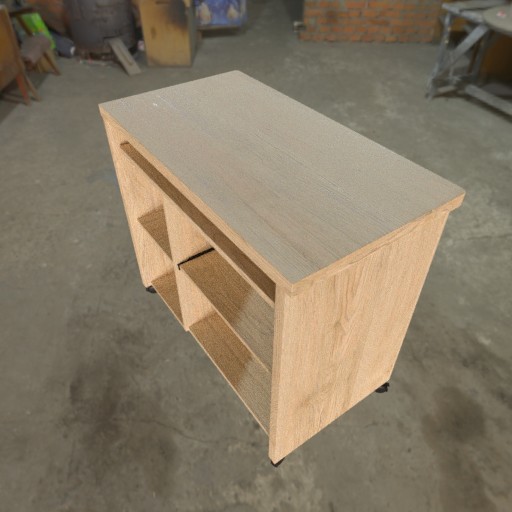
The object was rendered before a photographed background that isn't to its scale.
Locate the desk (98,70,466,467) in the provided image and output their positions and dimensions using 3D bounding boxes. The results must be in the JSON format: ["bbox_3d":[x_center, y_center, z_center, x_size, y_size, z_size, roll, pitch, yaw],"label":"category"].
[{"bbox_3d":[0.000,0.000,1.361,0.480,0.770,0.885,-25,48,-26],"label":"desk"}]
